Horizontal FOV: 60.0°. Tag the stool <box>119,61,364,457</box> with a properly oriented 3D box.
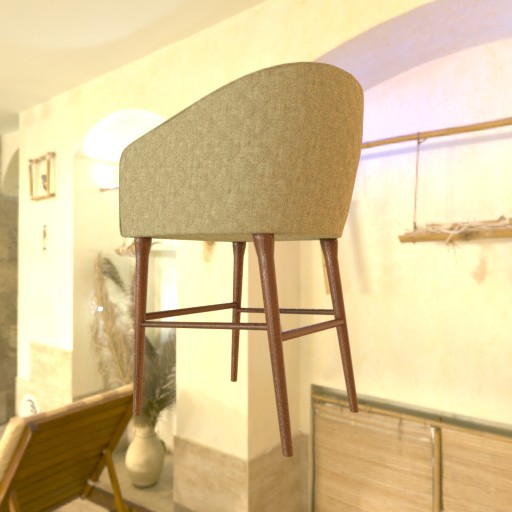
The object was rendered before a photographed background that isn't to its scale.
[{"bbox_3d":[0.000,0.000,1.348,0.635,0.952,0.559,0,0,37],"label":"stool"}]
